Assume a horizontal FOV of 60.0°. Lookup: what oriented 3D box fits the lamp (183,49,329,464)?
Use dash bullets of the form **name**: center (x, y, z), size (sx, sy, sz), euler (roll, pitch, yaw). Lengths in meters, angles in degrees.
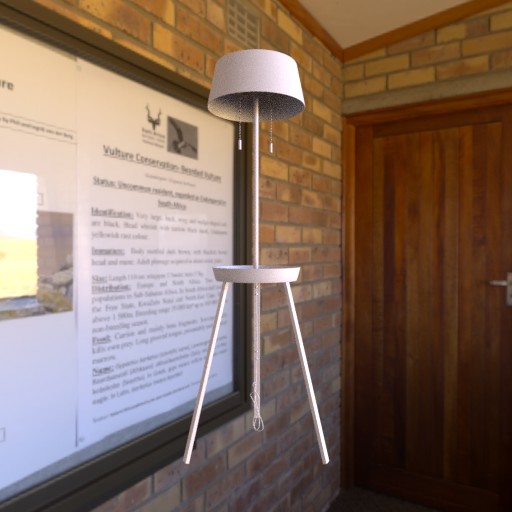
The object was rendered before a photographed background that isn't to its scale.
- **lamp**: center (0.000, 0.000, 1.717), size (0.508, 1.429, 0.468), euler (0, 1, 0)
